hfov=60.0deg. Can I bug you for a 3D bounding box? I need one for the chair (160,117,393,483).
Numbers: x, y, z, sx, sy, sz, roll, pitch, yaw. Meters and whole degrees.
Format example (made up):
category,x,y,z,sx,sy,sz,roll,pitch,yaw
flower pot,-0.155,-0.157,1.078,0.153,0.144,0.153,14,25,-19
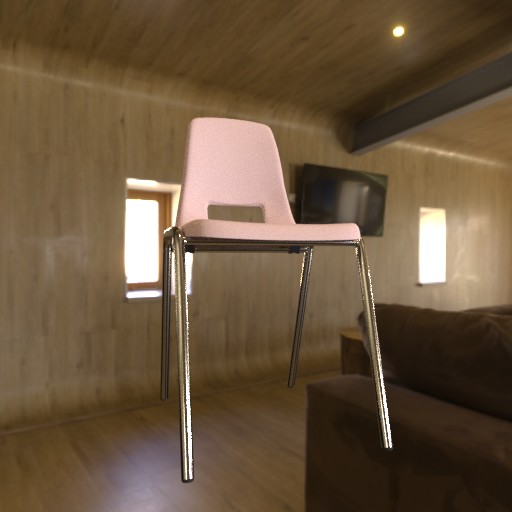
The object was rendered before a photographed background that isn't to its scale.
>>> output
category,x,y,z,sx,sy,sz,roll,pitch,yaw
chair,0.000,0.000,0.941,0.381,0.704,0.436,0,0,-18
